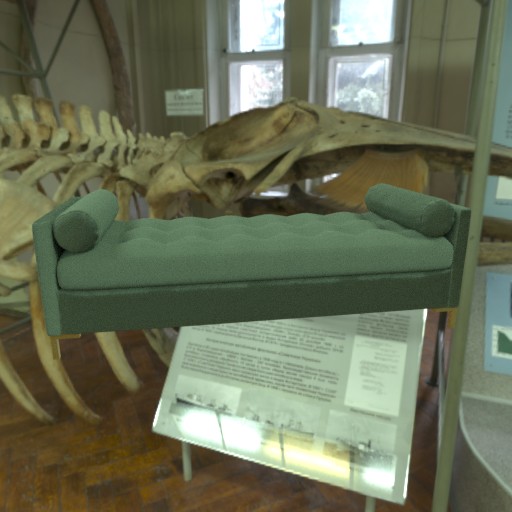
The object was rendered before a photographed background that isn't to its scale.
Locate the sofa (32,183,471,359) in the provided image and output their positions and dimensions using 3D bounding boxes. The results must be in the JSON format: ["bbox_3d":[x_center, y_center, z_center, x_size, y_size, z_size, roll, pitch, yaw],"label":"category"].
[{"bbox_3d":[0.000,0.000,2.490,2.102,0.705,0.796,-3,16,-9],"label":"sofa"}]
